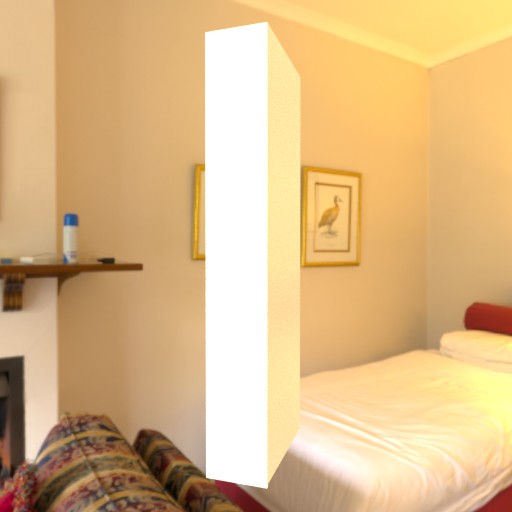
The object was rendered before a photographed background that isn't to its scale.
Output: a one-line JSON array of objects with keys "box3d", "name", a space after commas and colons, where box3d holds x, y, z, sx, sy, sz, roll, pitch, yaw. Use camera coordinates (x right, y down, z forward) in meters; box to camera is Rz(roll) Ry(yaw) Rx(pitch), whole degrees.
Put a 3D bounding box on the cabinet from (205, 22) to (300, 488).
[{"box3d": [0.000, 0.000, 1.835, 0.255, 1.630, 0.520, 0, 1, 18], "name": "cabinet"}]
